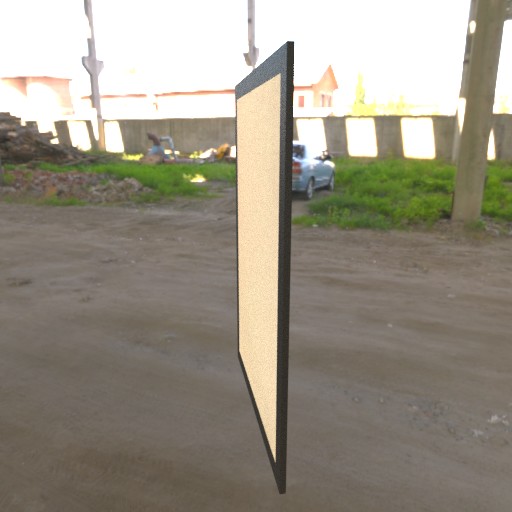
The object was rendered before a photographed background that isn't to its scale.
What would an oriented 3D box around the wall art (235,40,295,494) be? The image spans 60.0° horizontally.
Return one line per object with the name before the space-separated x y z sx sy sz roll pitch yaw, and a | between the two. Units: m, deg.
wall art | 0.000 0.000 0.678 0.008 0.530 0.379 -3 15 -10
